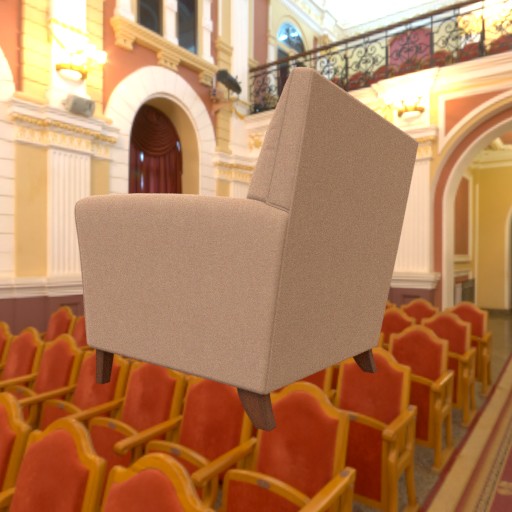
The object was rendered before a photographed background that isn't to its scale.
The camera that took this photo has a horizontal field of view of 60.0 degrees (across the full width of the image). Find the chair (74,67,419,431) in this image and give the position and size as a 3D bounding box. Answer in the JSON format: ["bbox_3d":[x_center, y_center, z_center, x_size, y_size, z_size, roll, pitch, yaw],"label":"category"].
[{"bbox_3d":[0.000,0.000,1.520,0.871,0.846,0.840,0,0,36],"label":"chair"}]
